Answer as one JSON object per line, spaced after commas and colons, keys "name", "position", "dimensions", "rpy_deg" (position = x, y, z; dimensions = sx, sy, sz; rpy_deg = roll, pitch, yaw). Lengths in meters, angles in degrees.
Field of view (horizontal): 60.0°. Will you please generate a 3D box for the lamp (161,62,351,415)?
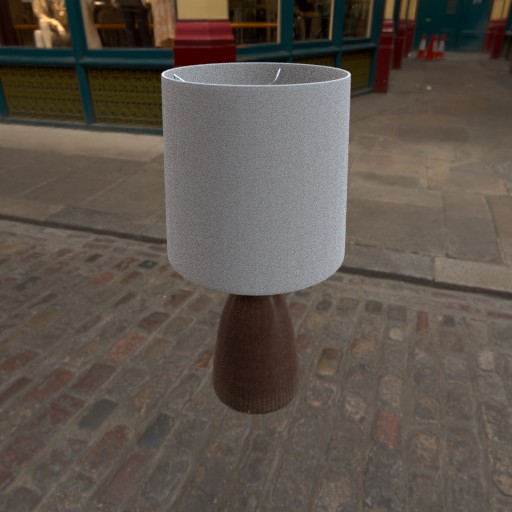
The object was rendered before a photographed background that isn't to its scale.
{"name": "lamp", "position": [0.000, 0.000, 0.479], "dimensions": [0.186, 0.369, 0.186], "rpy_deg": [0, 29, 0]}
